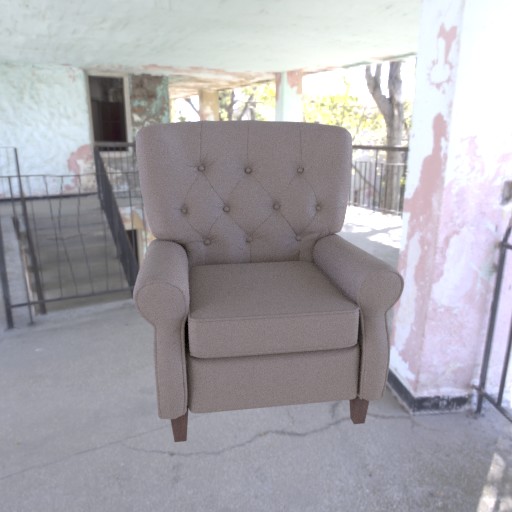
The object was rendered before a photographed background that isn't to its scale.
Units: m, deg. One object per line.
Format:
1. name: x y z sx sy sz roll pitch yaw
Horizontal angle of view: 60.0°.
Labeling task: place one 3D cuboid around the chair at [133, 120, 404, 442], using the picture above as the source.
1. chair: 0.000 0.000 1.909 0.999 1.138 1.041 -2 16 -8
